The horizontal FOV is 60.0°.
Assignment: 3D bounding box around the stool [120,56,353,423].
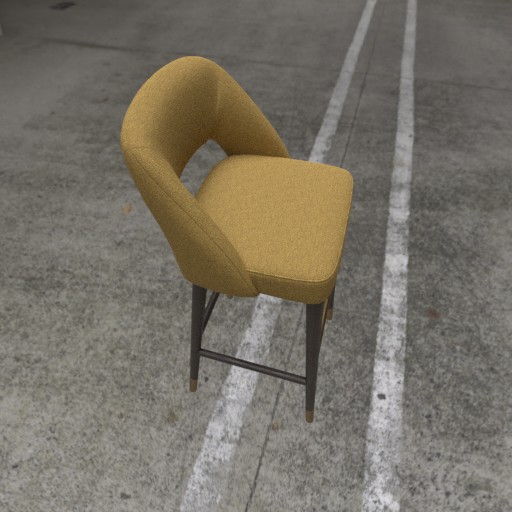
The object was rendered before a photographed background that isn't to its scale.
[{"bbox_3d":[0.000,0.000,1.324,0.522,1.032,0.536,11,47,10],"label":"stool"}]
